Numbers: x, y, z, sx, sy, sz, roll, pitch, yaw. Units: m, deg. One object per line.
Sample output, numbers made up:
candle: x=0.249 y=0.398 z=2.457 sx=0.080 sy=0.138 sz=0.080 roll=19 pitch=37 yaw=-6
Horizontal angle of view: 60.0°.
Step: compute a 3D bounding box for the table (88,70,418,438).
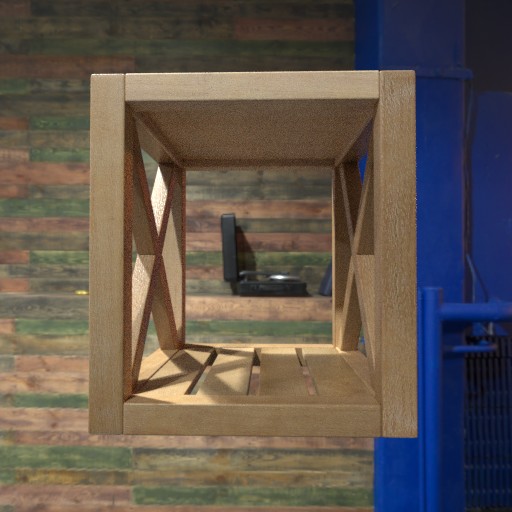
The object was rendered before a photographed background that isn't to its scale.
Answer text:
table: x=0.000 y=0.000 z=1.017 sx=0.558 sy=0.610 sz=0.559 roll=0 pitch=-1 yaw=2
